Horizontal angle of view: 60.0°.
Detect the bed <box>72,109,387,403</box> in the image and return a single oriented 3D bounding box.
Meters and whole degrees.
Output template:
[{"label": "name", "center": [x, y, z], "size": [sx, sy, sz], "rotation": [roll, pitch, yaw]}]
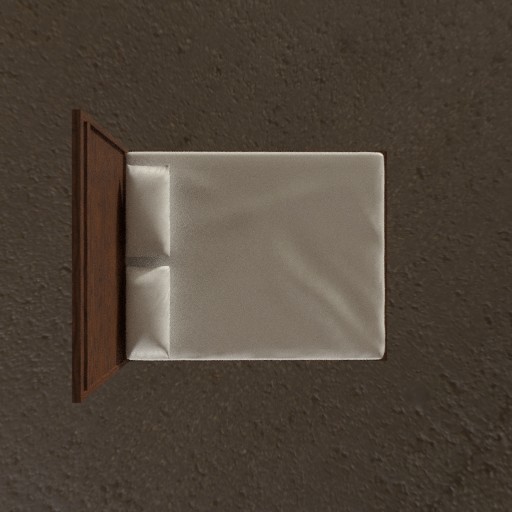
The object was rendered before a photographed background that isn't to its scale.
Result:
[{"label": "bed", "center": [0.000, 0.000, 3.406], "size": [2.218, 1.487, 1.765], "rotation": [0, 90, -1]}]
